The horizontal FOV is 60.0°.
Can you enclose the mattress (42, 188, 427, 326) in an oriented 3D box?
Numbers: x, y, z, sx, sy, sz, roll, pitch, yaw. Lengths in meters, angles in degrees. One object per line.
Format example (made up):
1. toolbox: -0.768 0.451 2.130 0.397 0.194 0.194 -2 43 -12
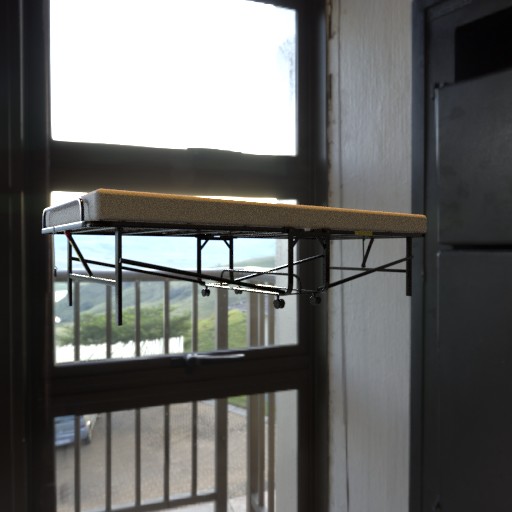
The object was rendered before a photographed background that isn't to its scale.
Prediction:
1. mattress: 0.000 0.000 2.581 2.153 0.519 0.922 0 1 -36
